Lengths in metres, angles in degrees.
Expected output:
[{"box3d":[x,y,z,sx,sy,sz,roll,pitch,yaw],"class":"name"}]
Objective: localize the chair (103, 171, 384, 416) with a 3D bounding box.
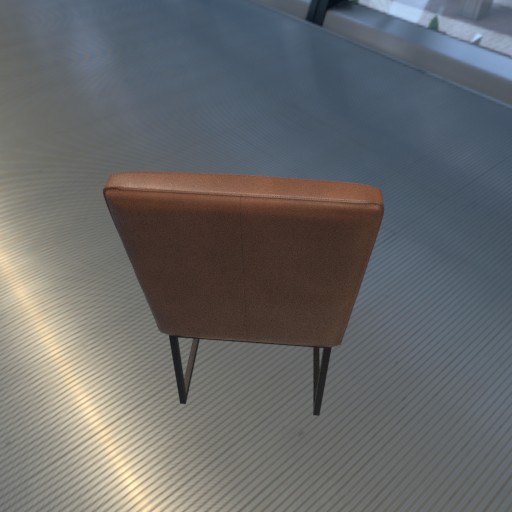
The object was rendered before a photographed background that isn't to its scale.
[{"box3d":[0.000,0.000,1.311,0.520,0.930,0.634,4,46,4],"class":"chair"}]
